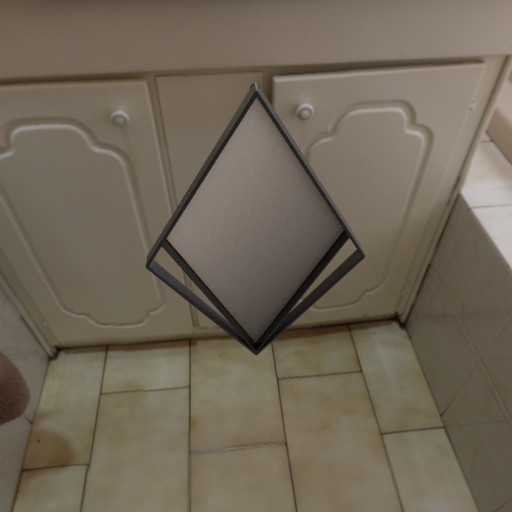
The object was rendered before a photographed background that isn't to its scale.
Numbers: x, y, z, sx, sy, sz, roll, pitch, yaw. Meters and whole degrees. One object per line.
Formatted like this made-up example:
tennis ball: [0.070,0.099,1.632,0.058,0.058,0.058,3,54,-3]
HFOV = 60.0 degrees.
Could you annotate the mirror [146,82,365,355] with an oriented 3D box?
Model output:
mirror: [0.000,0.000,0.855,0.419,0.679,0.032,-3,46,-3]
